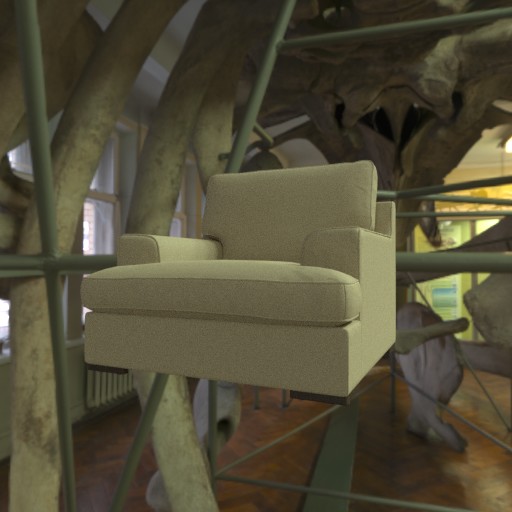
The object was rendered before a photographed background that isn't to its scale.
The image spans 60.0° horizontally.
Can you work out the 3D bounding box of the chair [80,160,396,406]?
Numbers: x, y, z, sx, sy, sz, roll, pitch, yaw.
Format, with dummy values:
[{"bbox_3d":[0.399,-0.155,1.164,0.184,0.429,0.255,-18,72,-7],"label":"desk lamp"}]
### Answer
[{"bbox_3d":[0.000,0.000,2.160,1.293,1.005,1.274,0,-1,18],"label":"chair"}]
